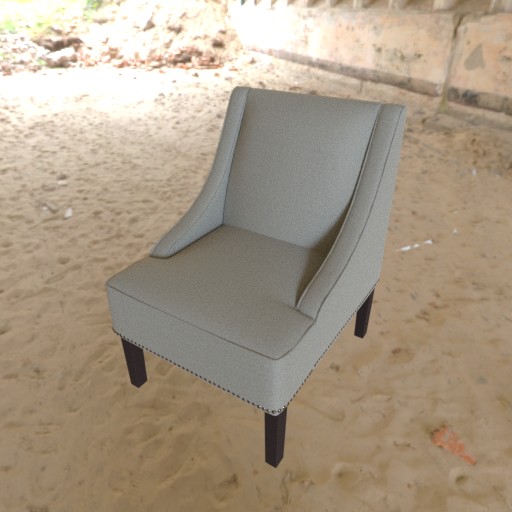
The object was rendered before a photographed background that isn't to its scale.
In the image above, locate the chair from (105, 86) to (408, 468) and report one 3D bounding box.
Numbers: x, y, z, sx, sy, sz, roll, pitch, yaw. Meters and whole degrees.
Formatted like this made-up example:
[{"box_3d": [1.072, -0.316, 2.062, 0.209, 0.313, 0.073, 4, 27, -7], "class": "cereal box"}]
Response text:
[{"box_3d": [0.000, 0.000, 1.388, 0.610, 0.864, 0.737, 18, 35, 28], "class": "chair"}]
